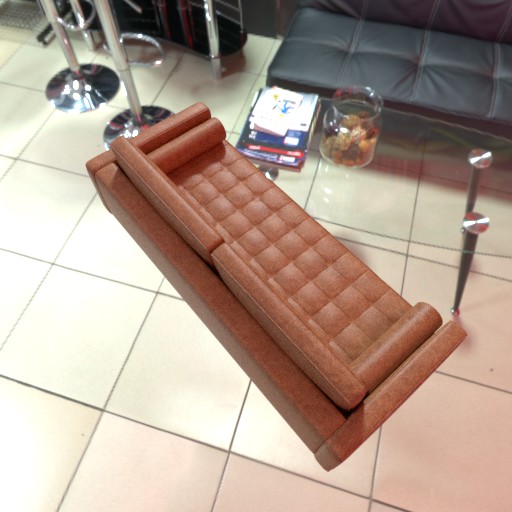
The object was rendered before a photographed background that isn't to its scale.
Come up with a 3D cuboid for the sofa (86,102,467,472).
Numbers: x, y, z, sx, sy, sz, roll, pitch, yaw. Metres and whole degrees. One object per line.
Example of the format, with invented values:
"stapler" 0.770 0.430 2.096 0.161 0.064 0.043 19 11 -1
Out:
"sofa" 0.000 0.000 2.584 0.919 0.770 2.200 -36 65 -19
